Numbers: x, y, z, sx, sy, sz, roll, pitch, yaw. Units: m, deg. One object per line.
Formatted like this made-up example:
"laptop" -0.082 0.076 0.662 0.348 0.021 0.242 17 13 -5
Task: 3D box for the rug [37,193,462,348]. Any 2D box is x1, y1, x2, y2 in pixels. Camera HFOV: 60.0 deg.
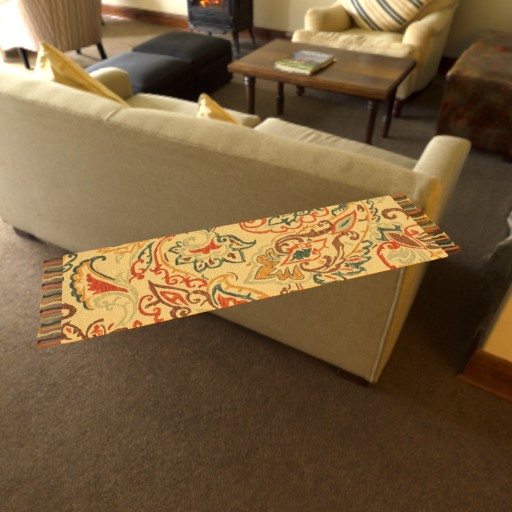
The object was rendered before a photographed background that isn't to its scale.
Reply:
"rug" 0.000 0.000 2.938 2.682 0.015 0.763 -12 42 -13
